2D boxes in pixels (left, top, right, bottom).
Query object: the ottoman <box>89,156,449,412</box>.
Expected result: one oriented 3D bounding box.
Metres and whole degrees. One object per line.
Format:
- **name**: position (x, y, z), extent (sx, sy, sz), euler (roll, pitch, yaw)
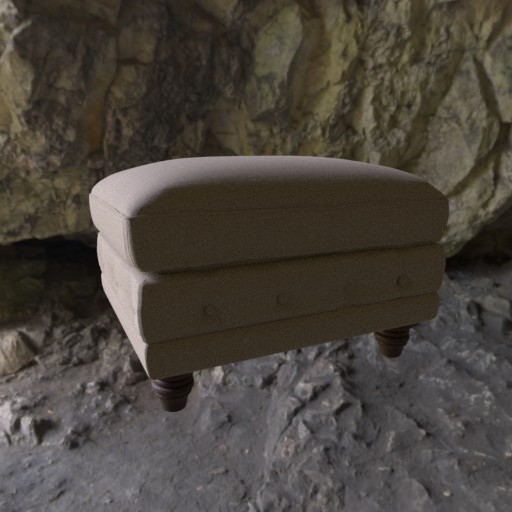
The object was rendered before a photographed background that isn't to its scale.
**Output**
- **ottoman**: position (0.000, 0.000, 1.049), extent (0.684, 0.463, 0.541), euler (-6, 14, -25)
